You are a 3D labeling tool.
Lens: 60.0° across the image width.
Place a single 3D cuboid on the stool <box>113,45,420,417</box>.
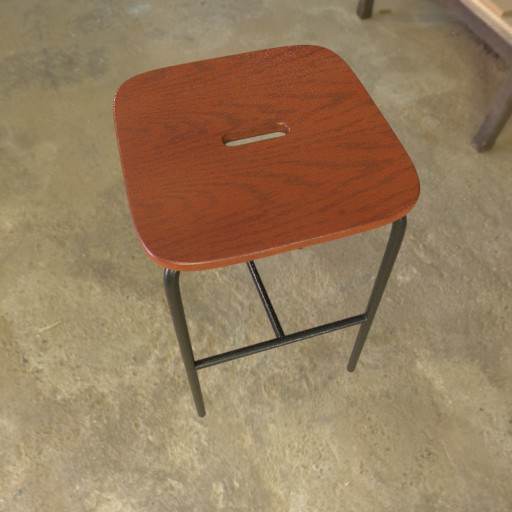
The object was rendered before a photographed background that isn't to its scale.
[{"bbox_3d":[0.000,0.000,0.847,0.376,0.610,0.376,-14,59,-9],"label":"stool"}]
